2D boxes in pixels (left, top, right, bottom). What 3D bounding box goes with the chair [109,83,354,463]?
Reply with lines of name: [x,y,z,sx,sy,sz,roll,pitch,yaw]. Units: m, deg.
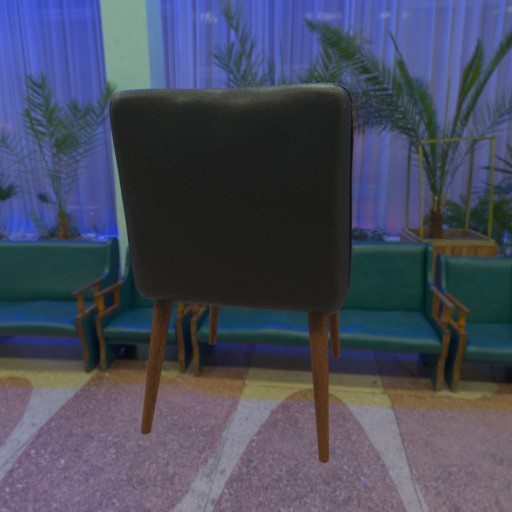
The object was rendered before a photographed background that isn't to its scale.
chair: [0.000,0.000,1.202,0.543,0.801,0.645,2,14,9]
